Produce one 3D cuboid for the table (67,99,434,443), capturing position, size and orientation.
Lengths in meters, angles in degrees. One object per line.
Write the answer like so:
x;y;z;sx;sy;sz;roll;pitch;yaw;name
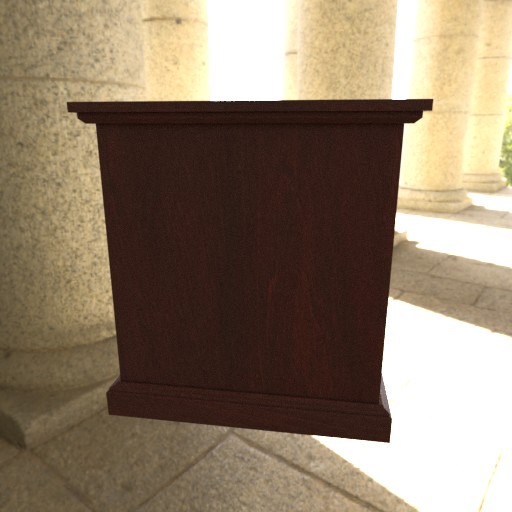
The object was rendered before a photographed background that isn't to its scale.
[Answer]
0.000;0.000;0.950;0.584;0.612;0.356;2;17;8;table
